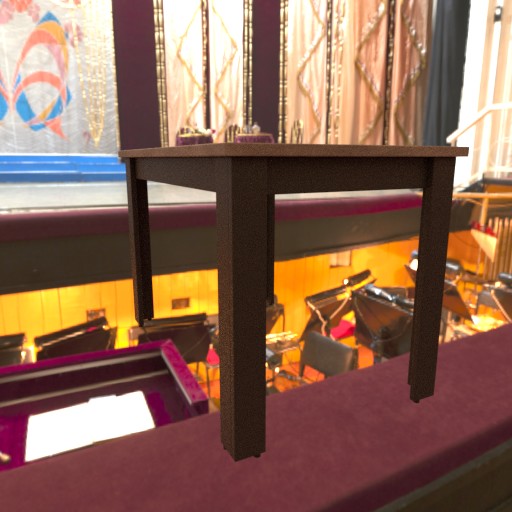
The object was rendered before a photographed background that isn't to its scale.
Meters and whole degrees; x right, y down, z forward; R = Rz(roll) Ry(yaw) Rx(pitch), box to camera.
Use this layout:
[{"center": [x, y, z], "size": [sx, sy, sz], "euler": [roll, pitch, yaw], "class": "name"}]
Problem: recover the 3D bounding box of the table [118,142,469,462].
[{"center": [0.000, 0.000, 1.566], "size": [0.700, 0.734, 1.100], "euler": [-6, 14, -27], "class": "table"}]
